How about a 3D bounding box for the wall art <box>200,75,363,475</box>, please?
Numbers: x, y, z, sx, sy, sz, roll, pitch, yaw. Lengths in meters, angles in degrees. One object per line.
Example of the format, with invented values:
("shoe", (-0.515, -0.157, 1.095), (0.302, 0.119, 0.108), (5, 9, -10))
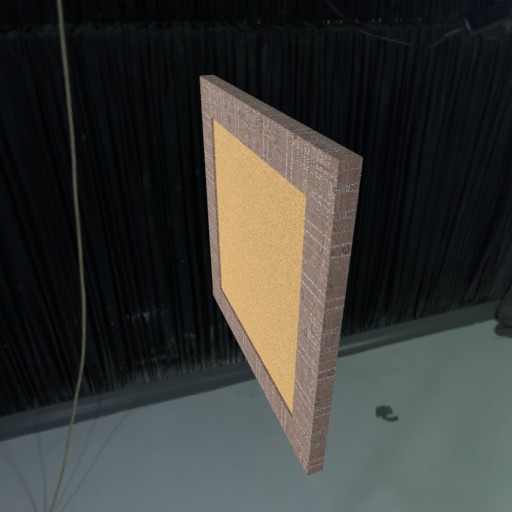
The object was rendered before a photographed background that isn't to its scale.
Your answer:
("wall art", (0.000, 0.000, 0.799), (0.029, 0.531, 0.531), (-11, 33, -18))
